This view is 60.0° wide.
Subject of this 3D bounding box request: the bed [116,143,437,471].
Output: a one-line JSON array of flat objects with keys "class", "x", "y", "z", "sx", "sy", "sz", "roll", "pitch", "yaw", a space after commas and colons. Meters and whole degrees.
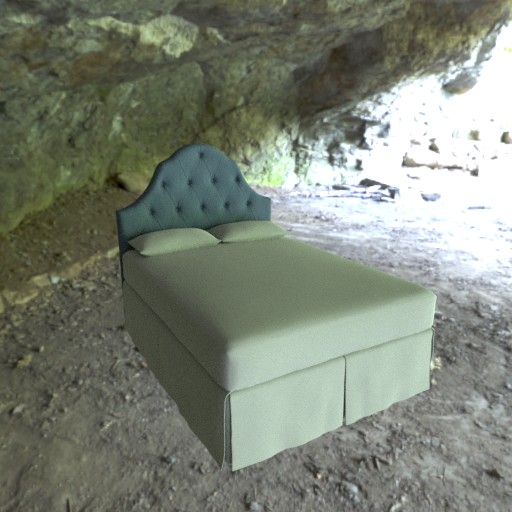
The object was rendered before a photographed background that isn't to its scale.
[{"class": "bed", "x": 0.000, "y": 0.000, "z": 3.317, "sx": 1.636, "sy": 1.575, "sz": 2.155, "roll": -9, "pitch": 18, "yaw": -29}]
